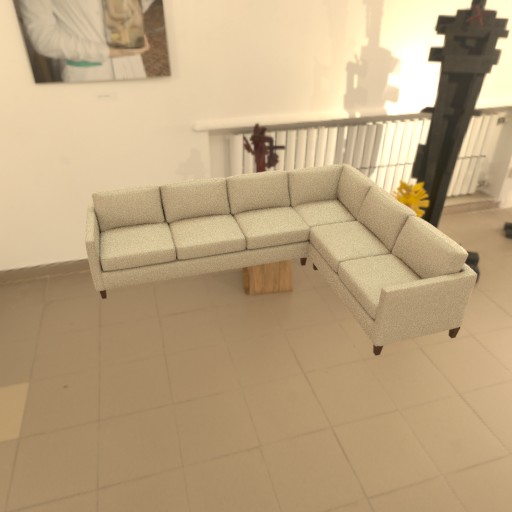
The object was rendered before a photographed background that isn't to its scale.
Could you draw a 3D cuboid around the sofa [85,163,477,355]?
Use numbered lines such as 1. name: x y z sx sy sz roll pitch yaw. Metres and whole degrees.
1. sofa: 0.000 0.000 4.572 3.333 0.934 2.522 -9 33 -14
